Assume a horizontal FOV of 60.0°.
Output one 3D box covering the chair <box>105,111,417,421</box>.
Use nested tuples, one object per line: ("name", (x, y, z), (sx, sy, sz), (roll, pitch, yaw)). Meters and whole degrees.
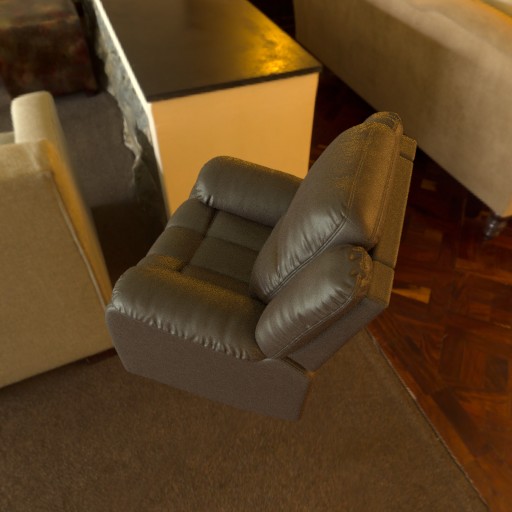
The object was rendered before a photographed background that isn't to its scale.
("chair", (0.000, 0.000, 1.673), (0.934, 1.009, 0.899), (14, 48, 13))
